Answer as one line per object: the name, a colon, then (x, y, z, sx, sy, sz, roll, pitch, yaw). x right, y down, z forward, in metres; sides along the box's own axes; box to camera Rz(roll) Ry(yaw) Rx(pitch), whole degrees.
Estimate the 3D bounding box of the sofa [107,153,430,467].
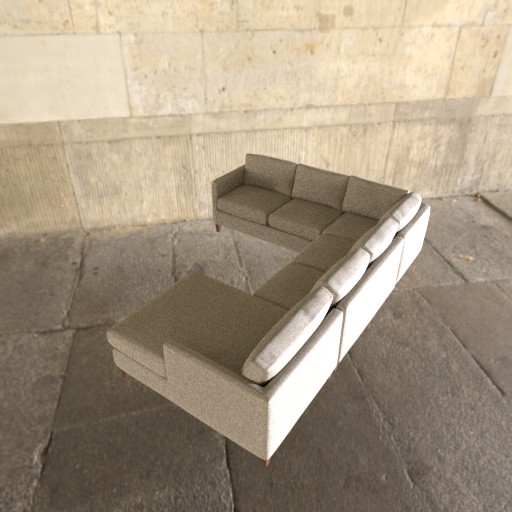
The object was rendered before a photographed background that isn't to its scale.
sofa: (0.000, 0.000, 4.675, 2.593, 0.959, 3.460, 20, 38, 29)
